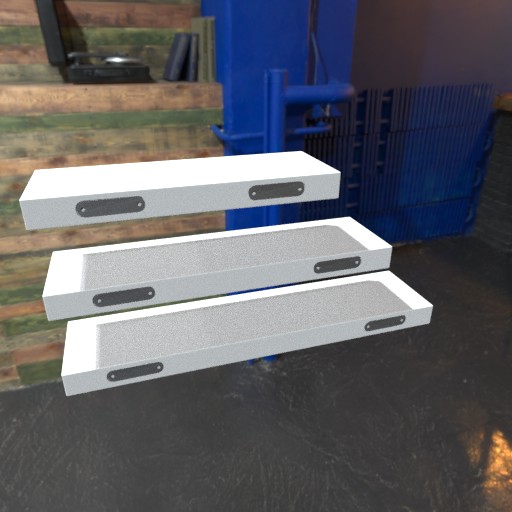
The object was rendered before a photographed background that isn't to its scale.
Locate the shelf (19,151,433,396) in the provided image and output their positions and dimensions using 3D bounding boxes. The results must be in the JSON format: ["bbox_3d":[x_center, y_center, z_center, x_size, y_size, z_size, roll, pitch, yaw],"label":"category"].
[{"bbox_3d":[0.000,0.000,0.710,0.610,0.293,0.140,-8,27,-16],"label":"shelf"}]
